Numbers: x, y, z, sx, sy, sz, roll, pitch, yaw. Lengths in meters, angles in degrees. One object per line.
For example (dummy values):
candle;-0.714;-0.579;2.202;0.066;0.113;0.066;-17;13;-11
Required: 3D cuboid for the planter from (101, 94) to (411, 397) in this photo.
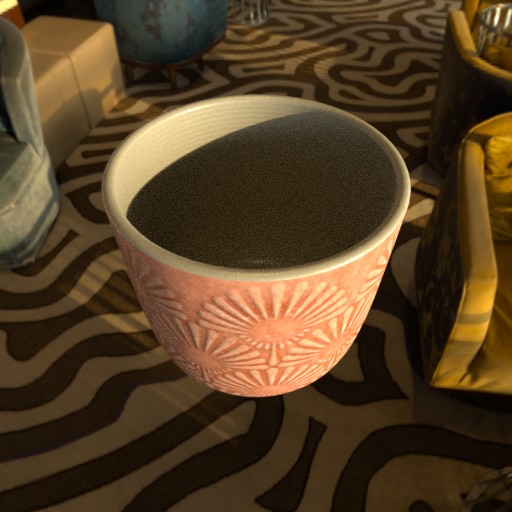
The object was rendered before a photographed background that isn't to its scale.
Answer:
planter;0.000;0.000;0.221;0.124;0.109;0.124;0;46;0
